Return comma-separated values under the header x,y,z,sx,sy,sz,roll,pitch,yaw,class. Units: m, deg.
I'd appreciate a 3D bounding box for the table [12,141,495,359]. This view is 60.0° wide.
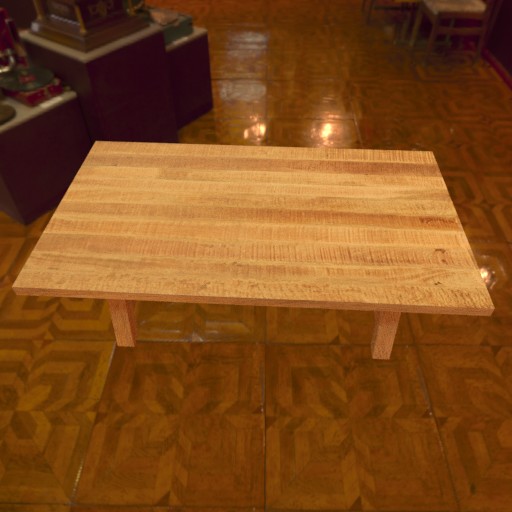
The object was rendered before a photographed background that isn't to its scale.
x,y,z,sx,sy,sz,roll,pitch,yaw,class
0.000,0.000,1.635,1.320,0.455,0.760,2,46,2,table
